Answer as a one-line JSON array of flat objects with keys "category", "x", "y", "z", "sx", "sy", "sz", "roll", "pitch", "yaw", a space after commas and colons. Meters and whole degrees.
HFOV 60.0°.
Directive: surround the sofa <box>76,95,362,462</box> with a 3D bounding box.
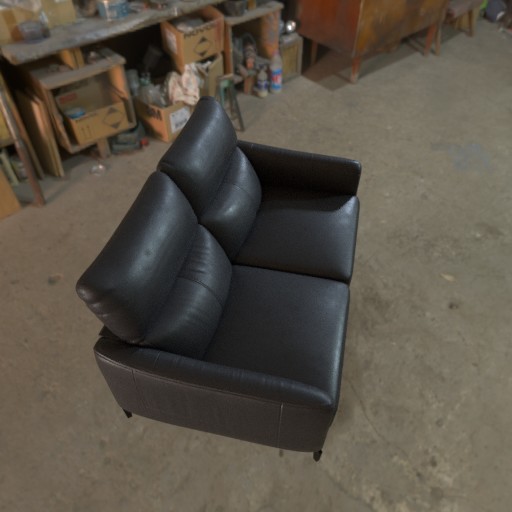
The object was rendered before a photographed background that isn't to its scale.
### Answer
[{"category": "sofa", "x": 0.000, "y": 0.000, "z": 2.172, "sx": 0.958, "sy": 0.920, "sz": 1.596, "roll": 9, "pitch": 47, "yaw": 9}]
